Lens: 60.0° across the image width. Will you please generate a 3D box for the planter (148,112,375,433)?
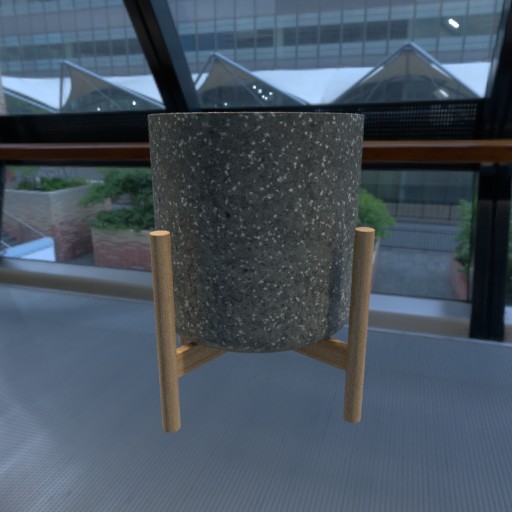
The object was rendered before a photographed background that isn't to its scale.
[{"bbox_3d":[0.000,0.000,0.694,0.360,0.419,0.360,-8,18,-26],"label":"planter"}]
